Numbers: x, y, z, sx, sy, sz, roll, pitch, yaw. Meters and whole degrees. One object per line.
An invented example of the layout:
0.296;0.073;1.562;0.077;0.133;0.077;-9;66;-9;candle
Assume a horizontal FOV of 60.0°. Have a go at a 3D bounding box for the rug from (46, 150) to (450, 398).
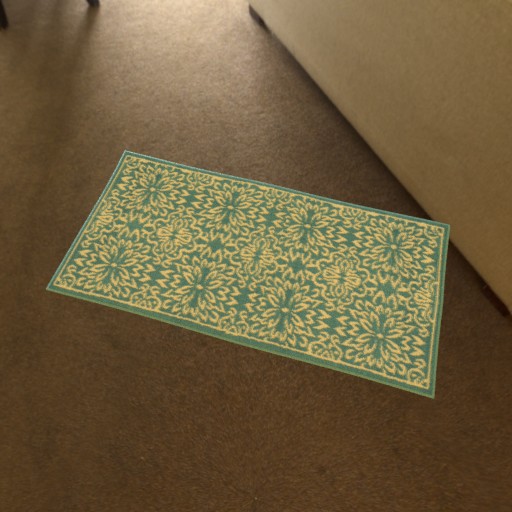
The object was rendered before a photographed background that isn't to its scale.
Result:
0.000;0.000;1.468;1.219;0.007;0.604;14;62;8;rug
